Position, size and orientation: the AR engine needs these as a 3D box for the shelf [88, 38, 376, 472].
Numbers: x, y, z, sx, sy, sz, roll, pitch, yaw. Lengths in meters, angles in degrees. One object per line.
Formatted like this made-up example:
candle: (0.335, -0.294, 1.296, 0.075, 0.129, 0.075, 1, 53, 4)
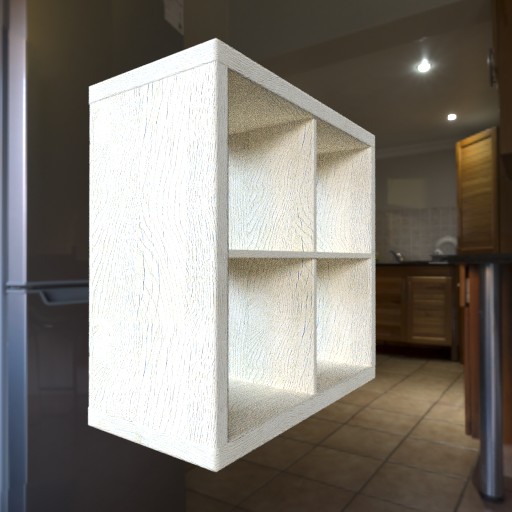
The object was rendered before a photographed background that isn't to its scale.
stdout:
shelf: (0.000, 0.000, 1.237, 0.390, 0.786, 0.790, 0, -1, 36)
